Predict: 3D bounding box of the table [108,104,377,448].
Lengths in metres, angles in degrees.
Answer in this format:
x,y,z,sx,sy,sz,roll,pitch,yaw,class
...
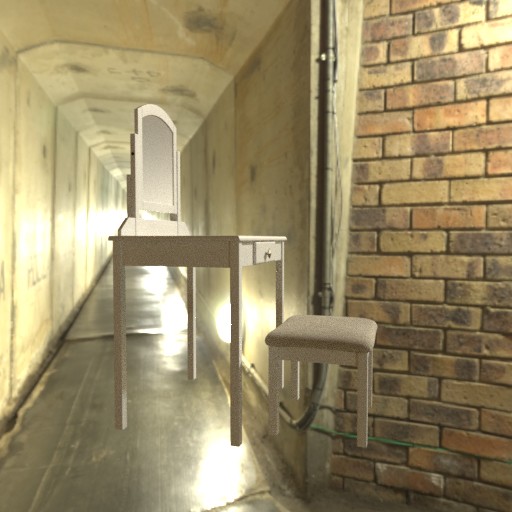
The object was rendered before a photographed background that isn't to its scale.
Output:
x,y,z,sx,sy,sz,roll,pitch,yaw,class
0.000,0.000,2.301,1.211,1.631,0.876,1,2,17,table
